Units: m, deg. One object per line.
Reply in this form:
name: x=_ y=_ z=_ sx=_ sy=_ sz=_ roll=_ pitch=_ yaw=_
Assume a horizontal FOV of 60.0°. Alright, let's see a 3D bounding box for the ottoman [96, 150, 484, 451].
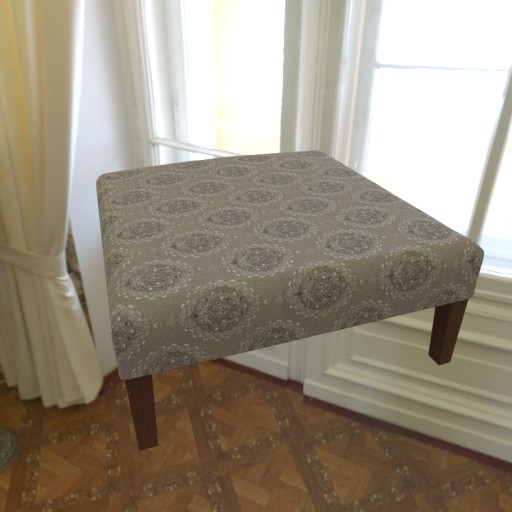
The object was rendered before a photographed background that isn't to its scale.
ottoman: x=0.000 y=0.000 z=1.394 sx=0.890 sy=0.411 sz=0.889 roll=-10 pitch=31 yaw=-17
